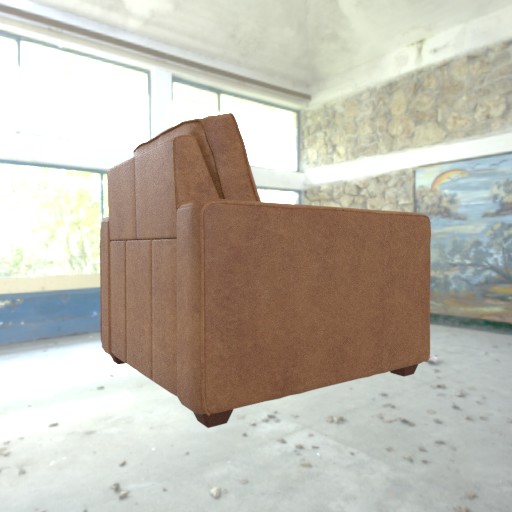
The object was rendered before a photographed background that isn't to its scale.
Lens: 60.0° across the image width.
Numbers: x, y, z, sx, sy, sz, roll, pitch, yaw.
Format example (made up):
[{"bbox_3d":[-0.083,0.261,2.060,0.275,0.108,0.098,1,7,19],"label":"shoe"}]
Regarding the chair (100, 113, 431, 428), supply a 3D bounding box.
[{"bbox_3d":[0.000,0.000,1.778,1.027,0.901,0.987,-1,2,-38],"label":"chair"}]
